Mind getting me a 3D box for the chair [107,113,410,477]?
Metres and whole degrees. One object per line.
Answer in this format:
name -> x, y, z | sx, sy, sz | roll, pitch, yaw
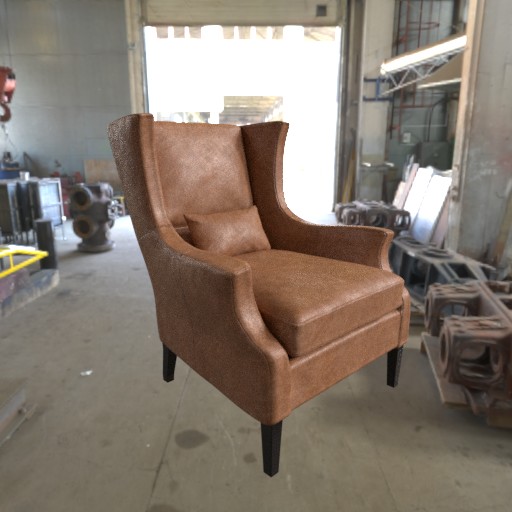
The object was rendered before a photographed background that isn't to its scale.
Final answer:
chair -> 0.000, 0.000, 1.674 | 0.853, 1.016, 0.926 | -13, 19, -43
